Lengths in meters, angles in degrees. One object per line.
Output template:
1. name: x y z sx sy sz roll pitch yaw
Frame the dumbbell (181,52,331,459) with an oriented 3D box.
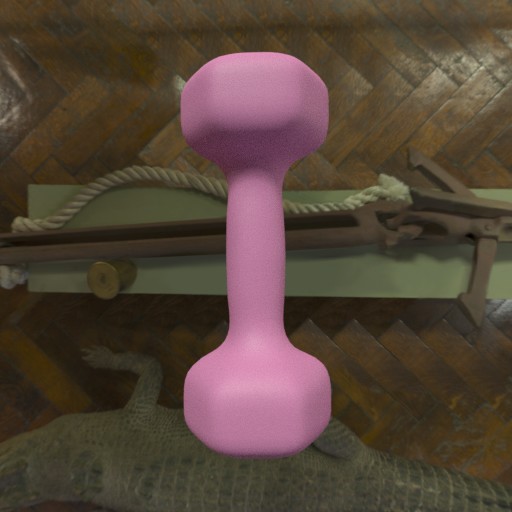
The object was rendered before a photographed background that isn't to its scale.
1. dumbbell: 0.000 0.000 0.189 0.064 0.058 0.159 0 90 1
